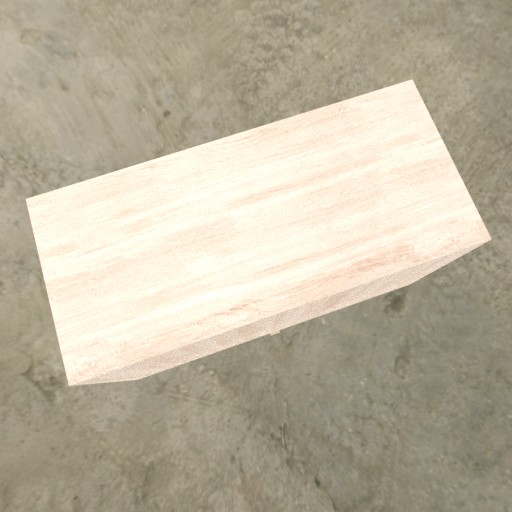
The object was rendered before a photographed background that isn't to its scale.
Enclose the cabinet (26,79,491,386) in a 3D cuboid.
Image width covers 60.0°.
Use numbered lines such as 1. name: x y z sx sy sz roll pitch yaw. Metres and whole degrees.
1. cabinet: 0.000 0.000 1.531 1.110 0.780 0.500 -18 76 -5
